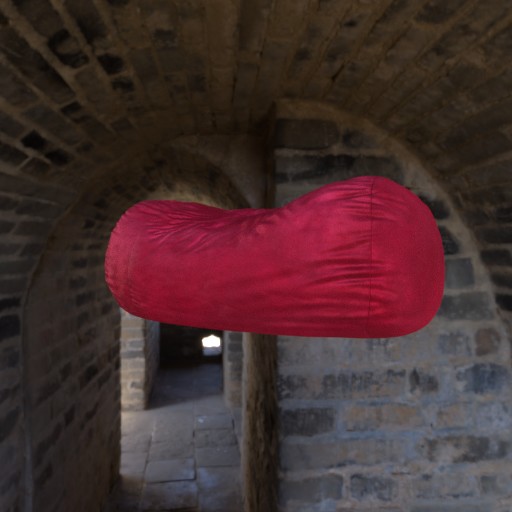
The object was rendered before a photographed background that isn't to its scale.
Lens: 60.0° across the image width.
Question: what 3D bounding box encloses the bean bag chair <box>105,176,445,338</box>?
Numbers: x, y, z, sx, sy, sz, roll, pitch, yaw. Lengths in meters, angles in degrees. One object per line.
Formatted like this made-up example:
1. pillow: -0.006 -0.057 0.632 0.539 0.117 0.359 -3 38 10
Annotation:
1. bean bag chair: 0.000 0.000 2.897 2.293 0.867 1.216 0 -1 35
